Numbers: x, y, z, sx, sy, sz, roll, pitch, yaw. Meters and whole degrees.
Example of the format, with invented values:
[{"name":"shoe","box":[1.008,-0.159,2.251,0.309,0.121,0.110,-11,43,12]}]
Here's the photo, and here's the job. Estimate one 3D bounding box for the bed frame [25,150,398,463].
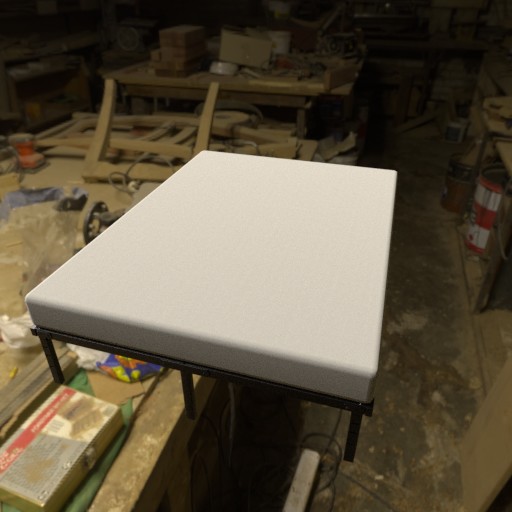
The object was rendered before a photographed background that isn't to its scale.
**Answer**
[{"name":"bed frame","box":[0.000,0.000,3.477,1.990,0.680,2.635,9,34,14]}]
